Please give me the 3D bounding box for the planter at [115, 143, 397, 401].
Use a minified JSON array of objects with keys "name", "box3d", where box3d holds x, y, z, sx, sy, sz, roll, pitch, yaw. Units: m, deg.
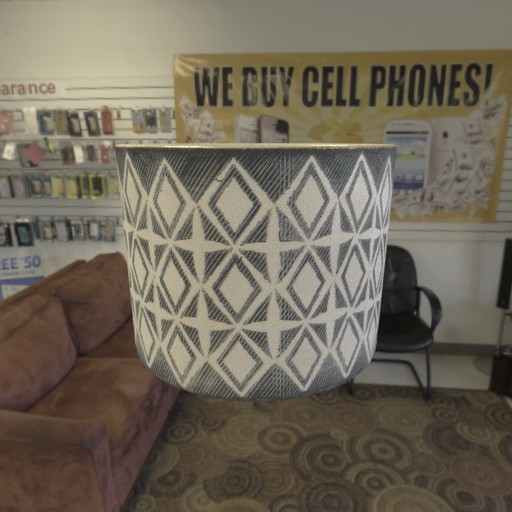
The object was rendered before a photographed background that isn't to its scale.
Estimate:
[{"name":"planter","box3d":[0.000,0.000,0.337,0.192,0.165,0.192,0,15,0]}]
